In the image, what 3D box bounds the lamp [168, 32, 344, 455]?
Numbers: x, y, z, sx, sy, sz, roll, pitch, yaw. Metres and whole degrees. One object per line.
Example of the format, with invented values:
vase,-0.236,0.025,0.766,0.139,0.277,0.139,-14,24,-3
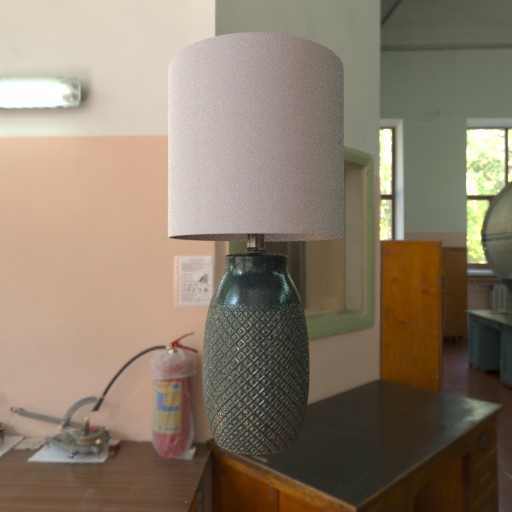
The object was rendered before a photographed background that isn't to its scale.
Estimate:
lamp,0.000,0.000,0.556,0.217,0.453,0.217,0,0,37
